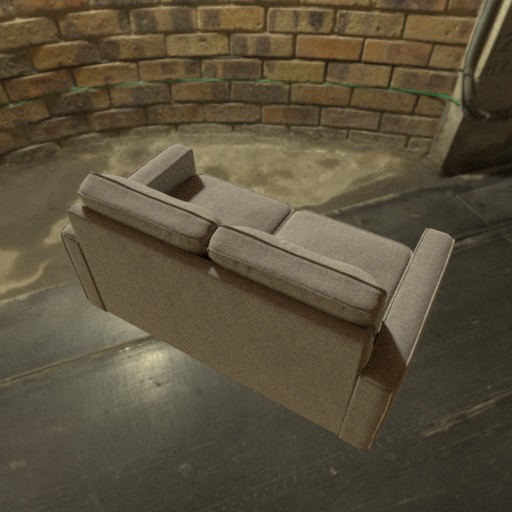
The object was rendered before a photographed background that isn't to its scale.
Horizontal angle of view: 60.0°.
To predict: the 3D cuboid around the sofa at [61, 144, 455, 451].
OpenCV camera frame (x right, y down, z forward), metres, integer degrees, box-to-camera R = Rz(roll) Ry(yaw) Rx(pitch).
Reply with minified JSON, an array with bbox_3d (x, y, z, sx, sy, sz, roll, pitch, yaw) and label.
[{"bbox_3d":[0.000,0.000,2.228,1.706,0.915,0.945,23,50,20],"label":"sofa"}]
